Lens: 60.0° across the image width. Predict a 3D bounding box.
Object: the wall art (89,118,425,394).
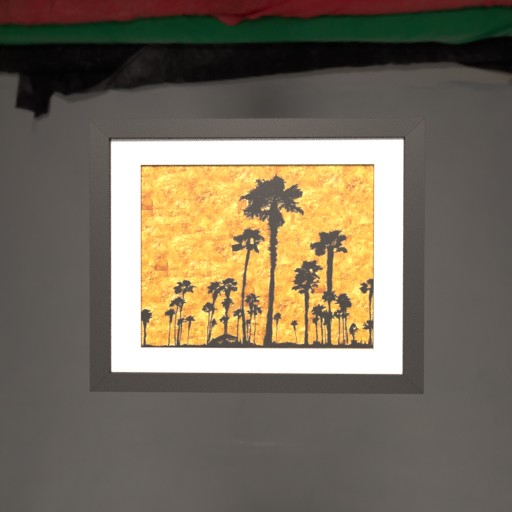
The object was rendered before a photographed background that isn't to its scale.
[{"bbox_3d":[0.000,0.000,0.755,0.561,0.460,0.028,0,1,1],"label":"wall art"}]
